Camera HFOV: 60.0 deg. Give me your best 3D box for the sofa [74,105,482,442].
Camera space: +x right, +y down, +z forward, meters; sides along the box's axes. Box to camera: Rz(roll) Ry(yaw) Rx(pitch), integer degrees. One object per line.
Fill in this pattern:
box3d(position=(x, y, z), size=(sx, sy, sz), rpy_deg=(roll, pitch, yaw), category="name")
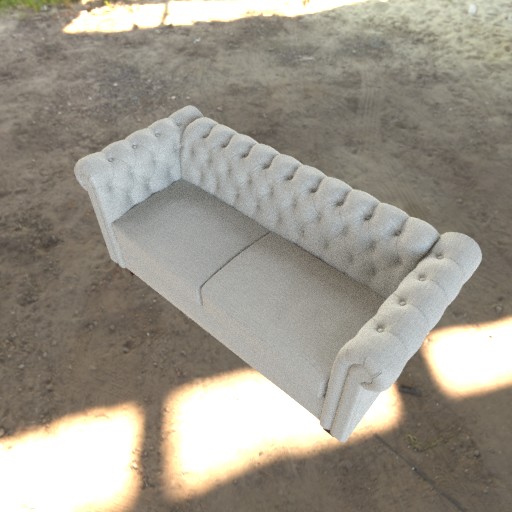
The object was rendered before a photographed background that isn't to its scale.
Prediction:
box3d(position=(0.000, 0.000, 2.246), size=(1.798, 0.797, 0.783), rpy_deg=(32, 54, 27), category="sofa")
